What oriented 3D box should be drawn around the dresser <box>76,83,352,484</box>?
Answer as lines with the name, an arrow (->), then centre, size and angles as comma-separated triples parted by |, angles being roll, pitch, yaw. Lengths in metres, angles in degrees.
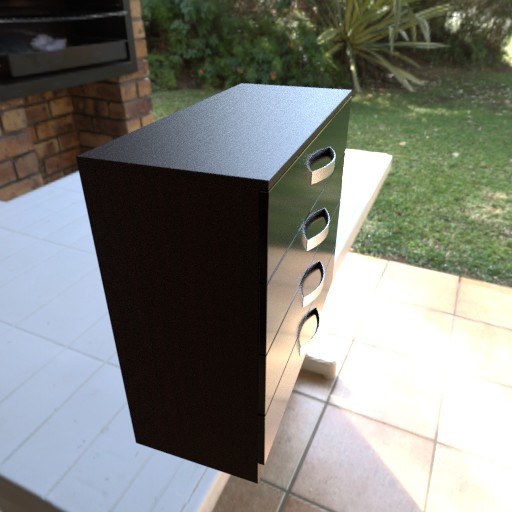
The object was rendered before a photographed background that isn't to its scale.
dresser -> 0.000, 0.000, 1.158 | 0.360, 0.720, 0.750 | 10, 32, 17
